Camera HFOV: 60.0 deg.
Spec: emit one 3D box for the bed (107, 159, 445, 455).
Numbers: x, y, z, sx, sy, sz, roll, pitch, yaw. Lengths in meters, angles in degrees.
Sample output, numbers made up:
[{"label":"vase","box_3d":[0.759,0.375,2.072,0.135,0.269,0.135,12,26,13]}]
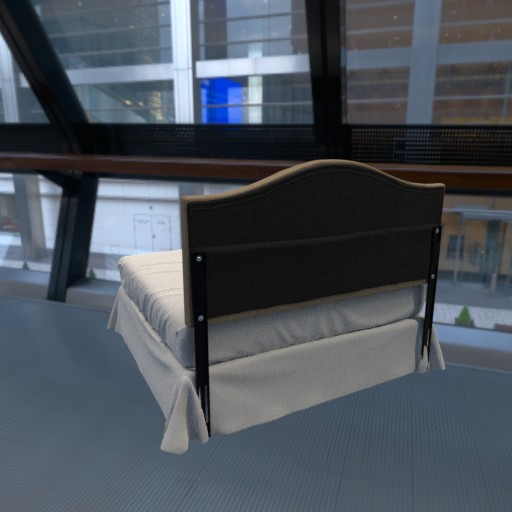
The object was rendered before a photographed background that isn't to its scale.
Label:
[{"label":"bed","box_3d":[0.000,0.000,3.785,2.311,1.651,2.222,-7,15,-26]}]
